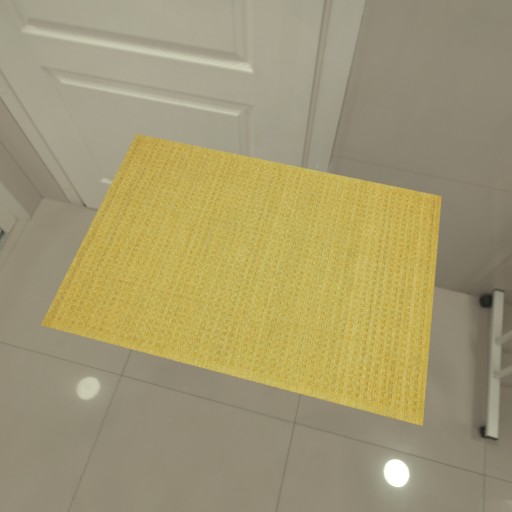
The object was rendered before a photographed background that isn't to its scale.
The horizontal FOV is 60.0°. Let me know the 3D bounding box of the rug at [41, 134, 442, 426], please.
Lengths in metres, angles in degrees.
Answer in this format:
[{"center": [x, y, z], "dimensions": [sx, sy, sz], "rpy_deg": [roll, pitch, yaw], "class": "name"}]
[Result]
[{"center": [0.000, 0.000, 3.672], "dimensions": [2.895, 0.006, 1.981], "rpy_deg": [13, 64, 7], "class": "rug"}]
